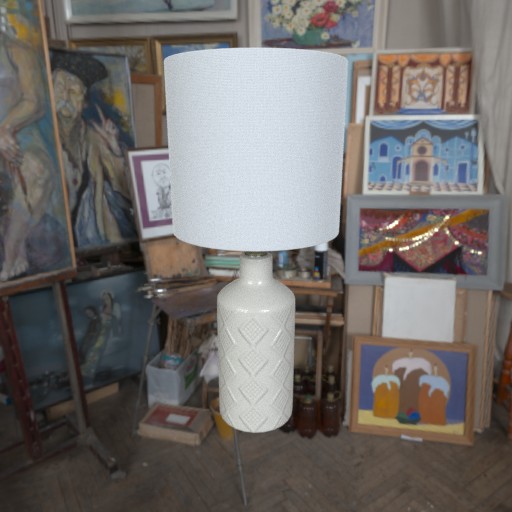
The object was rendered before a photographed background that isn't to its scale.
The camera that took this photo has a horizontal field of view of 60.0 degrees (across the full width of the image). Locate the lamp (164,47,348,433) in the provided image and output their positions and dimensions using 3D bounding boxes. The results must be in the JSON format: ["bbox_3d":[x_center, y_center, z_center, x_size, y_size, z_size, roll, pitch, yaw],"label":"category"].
[{"bbox_3d":[0.000,0.000,0.572,0.207,0.461,0.207,-8,18,-26],"label":"lamp"}]
